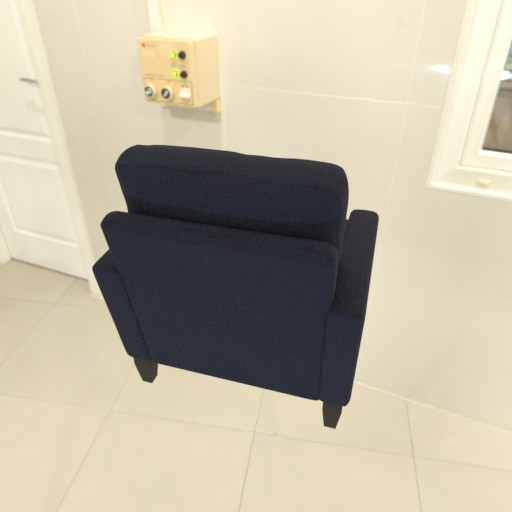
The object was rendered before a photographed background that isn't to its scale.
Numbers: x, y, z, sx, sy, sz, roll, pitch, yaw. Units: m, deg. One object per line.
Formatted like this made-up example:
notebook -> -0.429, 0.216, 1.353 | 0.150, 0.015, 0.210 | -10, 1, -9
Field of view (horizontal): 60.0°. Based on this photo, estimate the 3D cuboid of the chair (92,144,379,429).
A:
chair -> 0.000, 0.000, 1.688 | 0.855, 0.991, 0.897 | 9, 34, 14
